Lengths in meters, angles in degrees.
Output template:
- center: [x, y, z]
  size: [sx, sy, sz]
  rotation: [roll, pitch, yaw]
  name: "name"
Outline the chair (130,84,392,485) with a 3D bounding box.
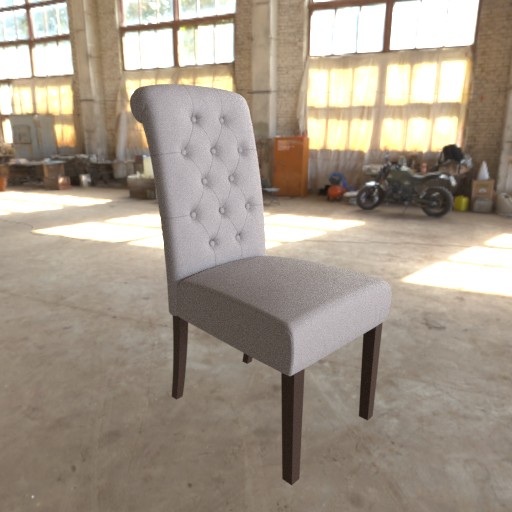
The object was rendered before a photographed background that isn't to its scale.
- center: [0.000, 0.000, 1.345]
  size: [0.671, 1.006, 0.456]
  rotation: [15, 21, 42]
  name: "chair"
